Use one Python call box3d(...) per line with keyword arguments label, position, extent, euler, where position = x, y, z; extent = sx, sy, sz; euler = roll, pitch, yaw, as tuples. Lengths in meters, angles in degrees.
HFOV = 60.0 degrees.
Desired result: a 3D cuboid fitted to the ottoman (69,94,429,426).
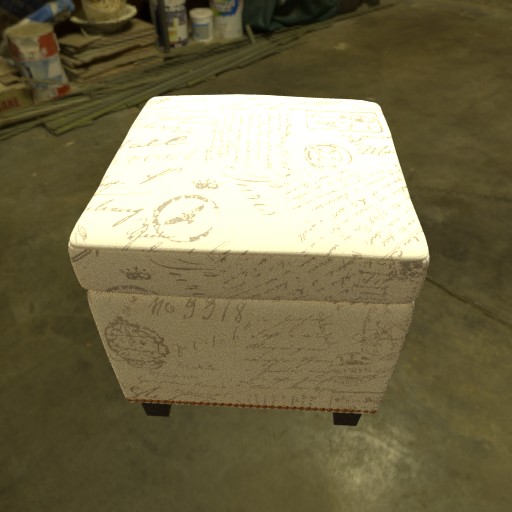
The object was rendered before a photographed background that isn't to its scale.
box3d(label="ottoman", position=(0.000, 0.000, 0.819), extent=(0.449, 0.457, 0.450), euler=(2, 43, 2))
